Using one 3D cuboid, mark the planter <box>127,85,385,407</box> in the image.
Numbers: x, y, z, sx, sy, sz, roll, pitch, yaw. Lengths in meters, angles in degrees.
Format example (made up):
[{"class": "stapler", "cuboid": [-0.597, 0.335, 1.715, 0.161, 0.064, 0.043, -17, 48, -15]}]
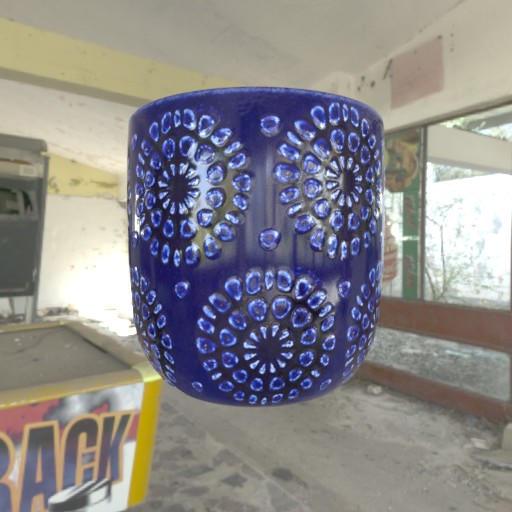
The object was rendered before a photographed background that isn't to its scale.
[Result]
[{"class": "planter", "cuboid": [0.000, 0.000, 0.196, 0.109, 0.112, 0.109, 0, 1, 0]}]
